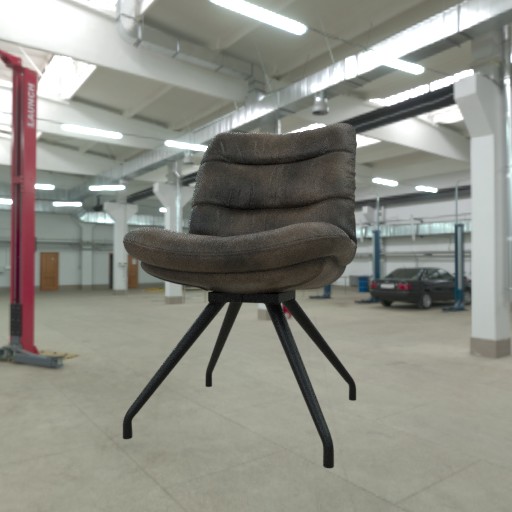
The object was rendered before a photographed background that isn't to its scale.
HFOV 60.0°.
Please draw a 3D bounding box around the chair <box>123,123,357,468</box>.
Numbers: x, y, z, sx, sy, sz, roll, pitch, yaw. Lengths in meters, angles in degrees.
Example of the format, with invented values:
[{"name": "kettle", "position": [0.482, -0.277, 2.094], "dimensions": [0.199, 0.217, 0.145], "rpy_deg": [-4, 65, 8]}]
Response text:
[{"name": "chair", "position": [0.000, 0.000, 1.227], "dimensions": [0.549, 0.870, 0.622], "rpy_deg": [0, -1, 18]}]
